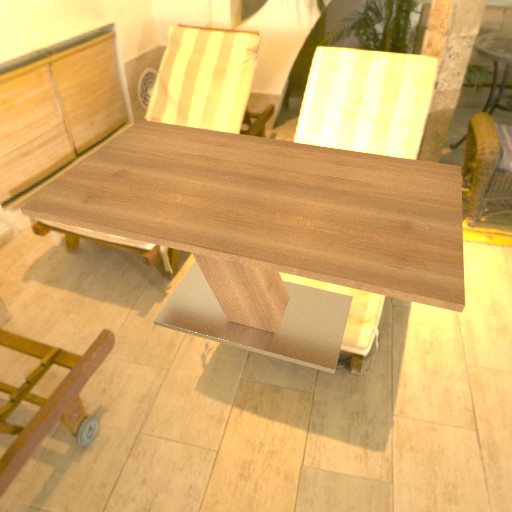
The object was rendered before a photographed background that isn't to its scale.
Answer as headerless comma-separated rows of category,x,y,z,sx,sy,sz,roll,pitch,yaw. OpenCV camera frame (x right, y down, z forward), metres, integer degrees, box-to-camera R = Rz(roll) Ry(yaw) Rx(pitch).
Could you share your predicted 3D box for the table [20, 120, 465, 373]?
table,0.000,0.000,2.062,1.600,0.750,0.900,12,41,14
